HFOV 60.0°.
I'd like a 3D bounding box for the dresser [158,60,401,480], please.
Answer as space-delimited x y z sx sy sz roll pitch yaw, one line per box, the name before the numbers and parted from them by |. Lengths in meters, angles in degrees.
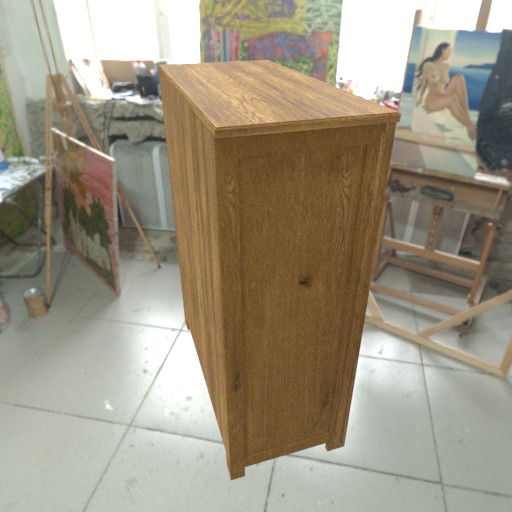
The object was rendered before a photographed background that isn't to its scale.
dresser | 0.000 0.000 1.935 0.558 1.431 1.081 -9 32 -15
